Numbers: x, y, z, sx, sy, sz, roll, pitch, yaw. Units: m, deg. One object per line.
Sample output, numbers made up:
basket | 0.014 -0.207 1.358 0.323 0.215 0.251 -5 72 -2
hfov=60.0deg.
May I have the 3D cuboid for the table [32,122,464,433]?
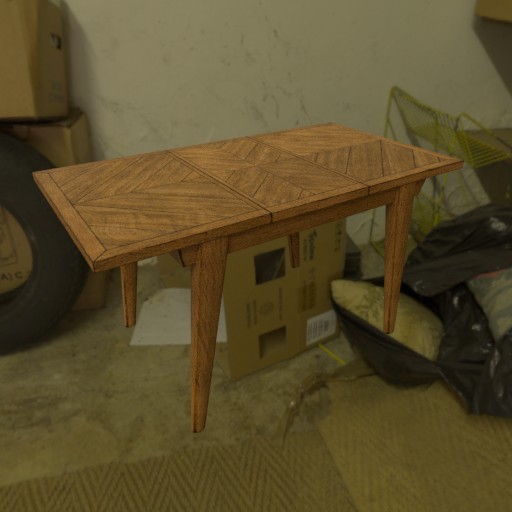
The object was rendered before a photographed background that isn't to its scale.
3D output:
table | 0.000 0.000 1.818 1.400 0.760 0.757 -18 34 -29
